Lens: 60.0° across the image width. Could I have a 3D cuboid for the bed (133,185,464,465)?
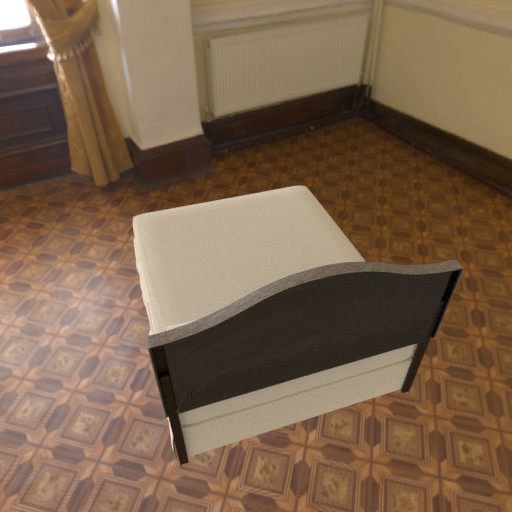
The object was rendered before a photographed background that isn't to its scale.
[{"bbox_3d":[0.000,0.000,2.998,1.610,1.295,1.870,-12,42,-14],"label":"bed"}]
